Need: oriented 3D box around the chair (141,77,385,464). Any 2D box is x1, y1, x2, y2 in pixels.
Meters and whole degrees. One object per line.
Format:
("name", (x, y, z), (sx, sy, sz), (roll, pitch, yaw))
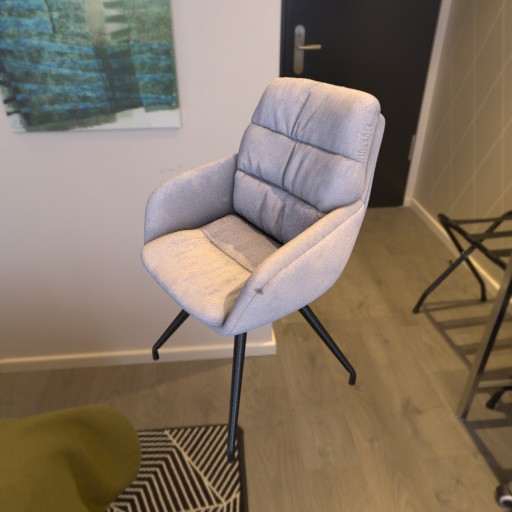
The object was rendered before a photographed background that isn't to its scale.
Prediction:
("chair", (0.000, 0.000, 1.272), (0.569, 0.888, 0.579), (-21, 37, -30))
